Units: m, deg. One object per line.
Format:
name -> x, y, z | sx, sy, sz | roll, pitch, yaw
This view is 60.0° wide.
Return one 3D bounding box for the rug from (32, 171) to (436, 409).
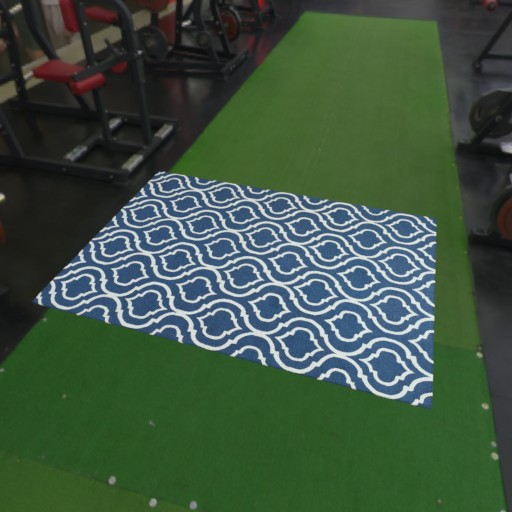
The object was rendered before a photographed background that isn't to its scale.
rug -> 0.000, 0.000, 2.768 | 2.134, 0.010, 1.524 | 12, 42, 14
